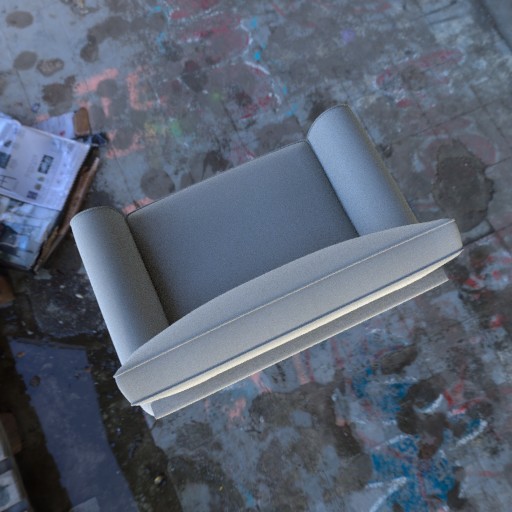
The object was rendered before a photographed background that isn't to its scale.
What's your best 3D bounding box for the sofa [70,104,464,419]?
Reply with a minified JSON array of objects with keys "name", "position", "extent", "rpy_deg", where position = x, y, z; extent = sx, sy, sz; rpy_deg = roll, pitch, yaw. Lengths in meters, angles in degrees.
[{"name":"sofa","position":[0.000,0.000,2.032],"extent":[1.405,1.006,0.937],"rpy_deg":[-24,77,-6]}]
